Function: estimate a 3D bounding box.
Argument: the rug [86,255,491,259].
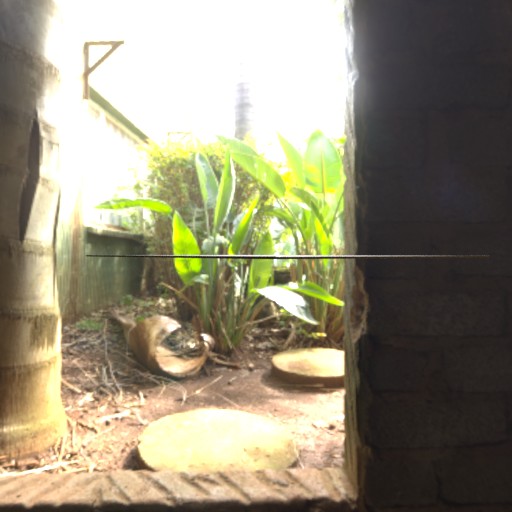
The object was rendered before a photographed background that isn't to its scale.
[{"bbox_3d":[0.000,0.000,2.334,1.236,0.009,1.839,0,0,-37],"label":"rug"}]
